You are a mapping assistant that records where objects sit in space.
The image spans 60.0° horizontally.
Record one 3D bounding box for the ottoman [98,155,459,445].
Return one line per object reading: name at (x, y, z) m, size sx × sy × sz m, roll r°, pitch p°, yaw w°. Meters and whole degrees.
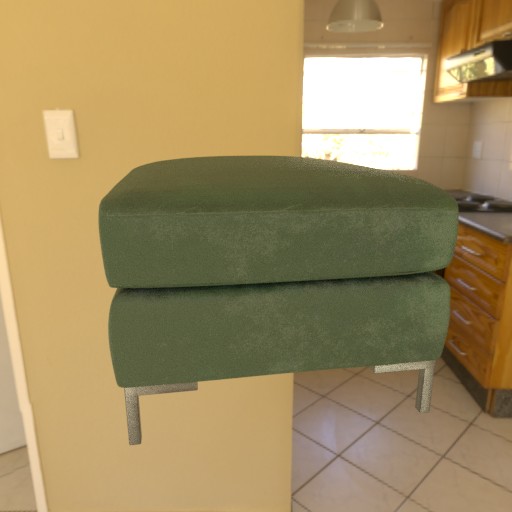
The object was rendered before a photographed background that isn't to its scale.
ottoman at (0.000, 0.000, 1.248) m, size 0.701 × 0.538 × 0.839 m, roll -3°, pitch 16°, yaw -9°
